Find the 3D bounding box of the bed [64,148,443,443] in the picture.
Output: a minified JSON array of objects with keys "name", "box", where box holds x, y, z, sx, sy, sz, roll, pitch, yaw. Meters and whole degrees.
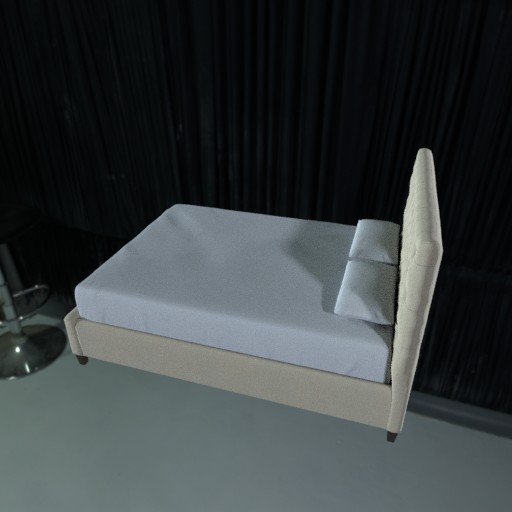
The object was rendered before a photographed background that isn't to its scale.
[{"name":"bed","box":[0.000,0.000,3.419,2.387,1.427,1.698,9,31,15]}]
